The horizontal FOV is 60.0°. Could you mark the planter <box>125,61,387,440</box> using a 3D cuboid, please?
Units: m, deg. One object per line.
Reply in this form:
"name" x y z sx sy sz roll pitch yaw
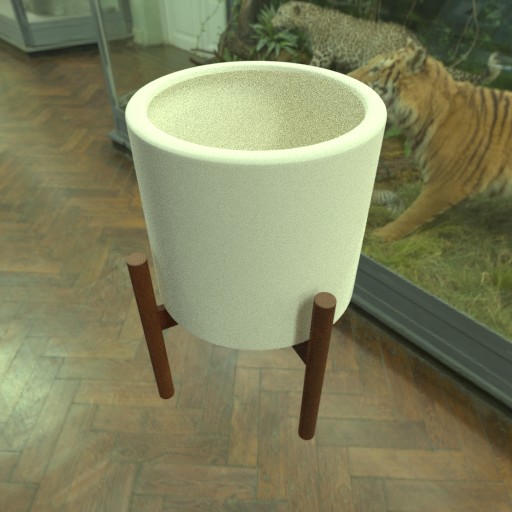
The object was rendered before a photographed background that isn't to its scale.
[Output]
"planter" 0.000 0.000 0.501 0.224 0.358 0.224 11 41 13
